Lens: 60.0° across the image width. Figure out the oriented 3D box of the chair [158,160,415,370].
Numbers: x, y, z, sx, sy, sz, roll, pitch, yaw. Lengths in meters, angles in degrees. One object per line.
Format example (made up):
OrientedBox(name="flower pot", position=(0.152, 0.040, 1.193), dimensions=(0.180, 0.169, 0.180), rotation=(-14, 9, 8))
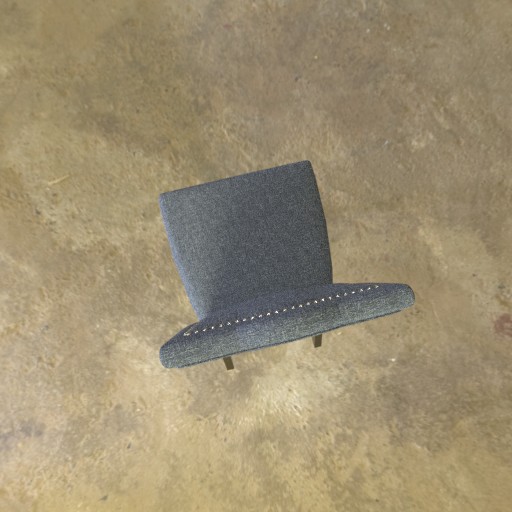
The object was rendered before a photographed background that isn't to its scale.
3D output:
OrientedBox(name="chair", position=(0.000, 0.000, 1.320), dimensions=(0.518, 0.946, 0.589), rotation=(-14, 76, -3))
